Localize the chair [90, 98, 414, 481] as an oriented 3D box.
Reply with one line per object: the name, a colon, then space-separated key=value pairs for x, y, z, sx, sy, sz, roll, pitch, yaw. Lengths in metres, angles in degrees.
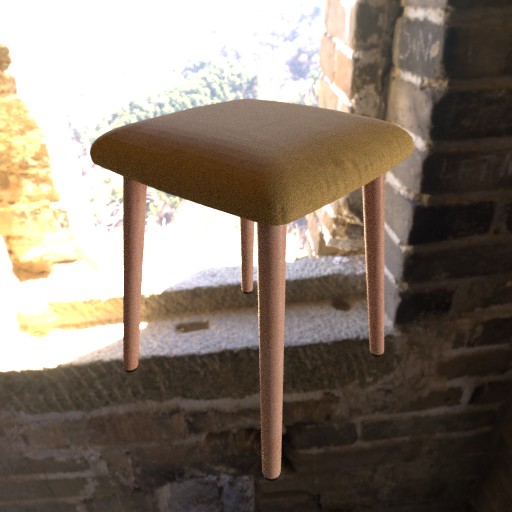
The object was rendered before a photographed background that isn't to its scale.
chair: x=0.000 y=0.000 z=0.707 sx=0.350 sy=0.440 sz=0.350 roll=23 pitch=37 yaw=34
